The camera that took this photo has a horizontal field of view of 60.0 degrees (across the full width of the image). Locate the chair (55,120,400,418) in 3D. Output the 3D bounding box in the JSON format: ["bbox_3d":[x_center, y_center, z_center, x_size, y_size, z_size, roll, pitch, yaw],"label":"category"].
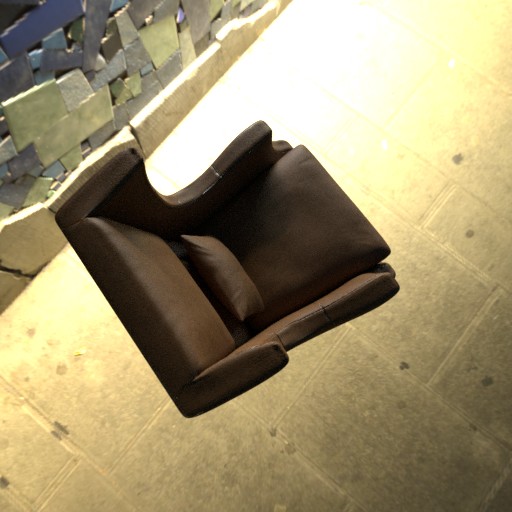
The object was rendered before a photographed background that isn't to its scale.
[{"bbox_3d":[0.000,0.000,1.694,0.925,1.016,0.852,-35,79,-8],"label":"chair"}]
